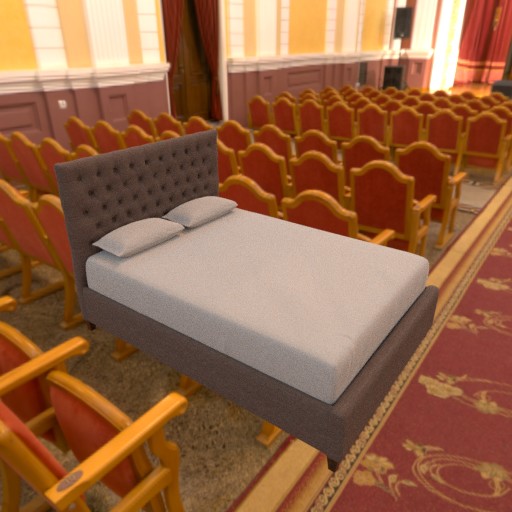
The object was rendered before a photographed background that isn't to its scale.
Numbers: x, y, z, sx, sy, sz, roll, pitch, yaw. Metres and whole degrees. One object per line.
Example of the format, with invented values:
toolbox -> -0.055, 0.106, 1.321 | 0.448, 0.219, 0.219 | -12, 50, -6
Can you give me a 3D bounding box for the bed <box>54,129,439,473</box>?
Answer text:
bed -> 0.000, 0.000, 3.408 | 2.387, 1.427, 1.698 | 18, 31, 32
